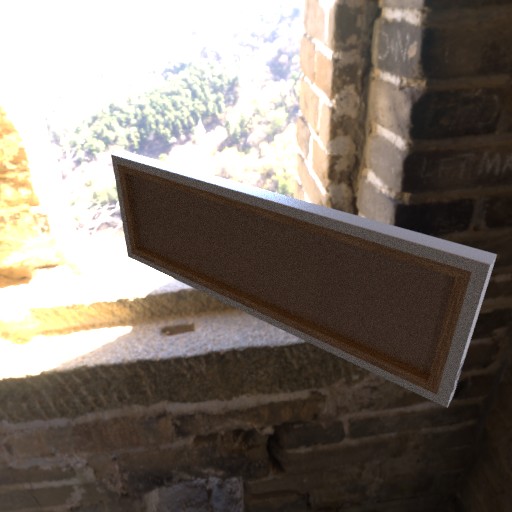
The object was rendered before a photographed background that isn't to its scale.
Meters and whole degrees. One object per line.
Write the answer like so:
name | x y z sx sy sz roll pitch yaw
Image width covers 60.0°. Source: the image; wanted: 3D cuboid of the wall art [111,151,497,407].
wall art | 0.000 0.000 0.832 0.766 0.256 0.036 21 36 32
